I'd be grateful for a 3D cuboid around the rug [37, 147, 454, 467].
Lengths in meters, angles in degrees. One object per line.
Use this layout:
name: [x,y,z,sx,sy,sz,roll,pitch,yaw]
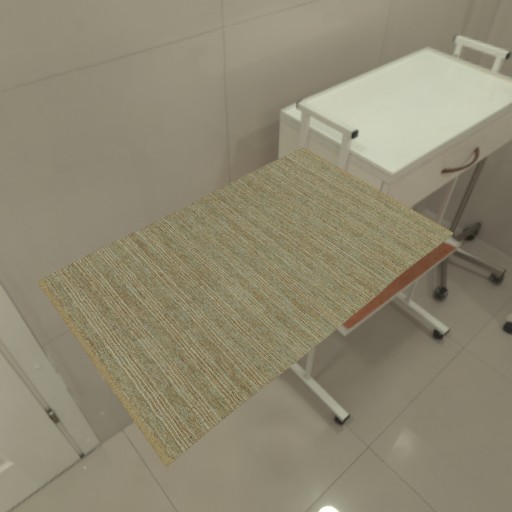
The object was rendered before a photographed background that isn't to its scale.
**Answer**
rug: [0.000,0.000,3.034,2.448,0.012,1.540,-32,53,-27]
